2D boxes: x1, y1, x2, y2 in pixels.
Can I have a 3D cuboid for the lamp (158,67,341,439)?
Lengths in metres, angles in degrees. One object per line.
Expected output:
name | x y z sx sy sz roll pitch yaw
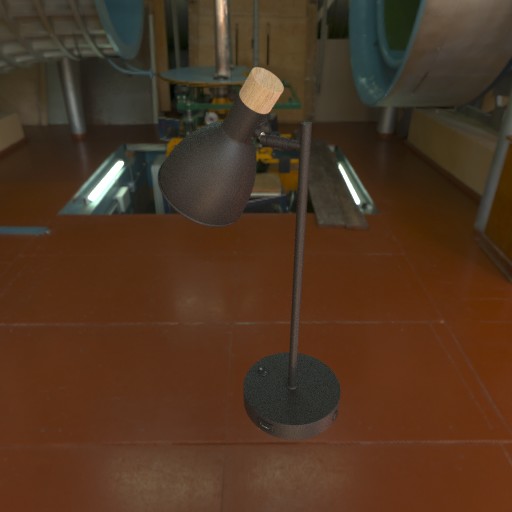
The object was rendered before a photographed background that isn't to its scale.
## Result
lamp | 0.000 0.000 0.612 0.287 0.483 0.152 18 35 29
